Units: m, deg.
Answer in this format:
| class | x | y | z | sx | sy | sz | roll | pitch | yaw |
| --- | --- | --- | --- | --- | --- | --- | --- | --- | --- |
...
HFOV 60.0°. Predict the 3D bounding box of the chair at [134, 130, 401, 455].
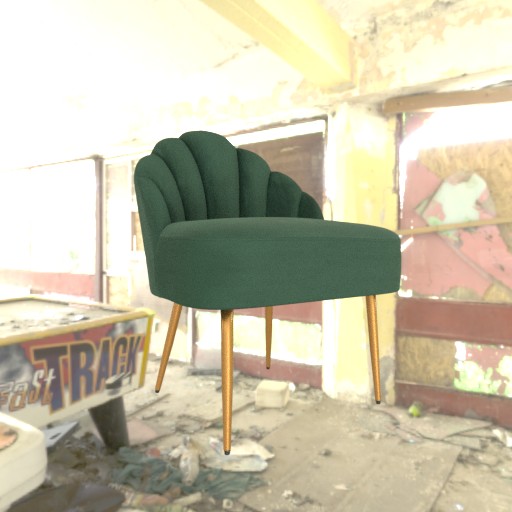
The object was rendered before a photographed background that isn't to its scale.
| class | x | y | z | sx | sy | sz | roll | pitch | yaw |
| --- | --- | --- | --- | --- | --- | --- | --- | --- | --- |
| chair | 0.000 | 0.000 | 1.262 | 0.657 | 0.819 | 0.599 | -1 | 2 | -36 |
